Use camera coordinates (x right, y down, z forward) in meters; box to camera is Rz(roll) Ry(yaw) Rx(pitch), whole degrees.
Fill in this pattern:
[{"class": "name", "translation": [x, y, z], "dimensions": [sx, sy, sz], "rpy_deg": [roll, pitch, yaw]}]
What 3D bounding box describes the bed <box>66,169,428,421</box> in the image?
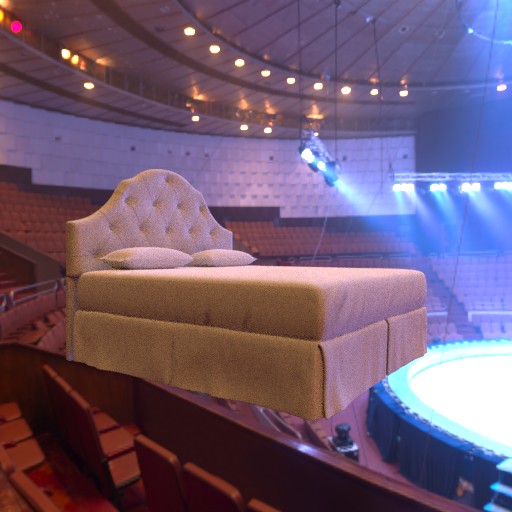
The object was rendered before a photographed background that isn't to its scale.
[{"class": "bed", "translation": [0.000, 0.000, 3.562], "dimensions": [2.214, 1.615, 2.008], "rpy_deg": [0, 0, 36]}]
